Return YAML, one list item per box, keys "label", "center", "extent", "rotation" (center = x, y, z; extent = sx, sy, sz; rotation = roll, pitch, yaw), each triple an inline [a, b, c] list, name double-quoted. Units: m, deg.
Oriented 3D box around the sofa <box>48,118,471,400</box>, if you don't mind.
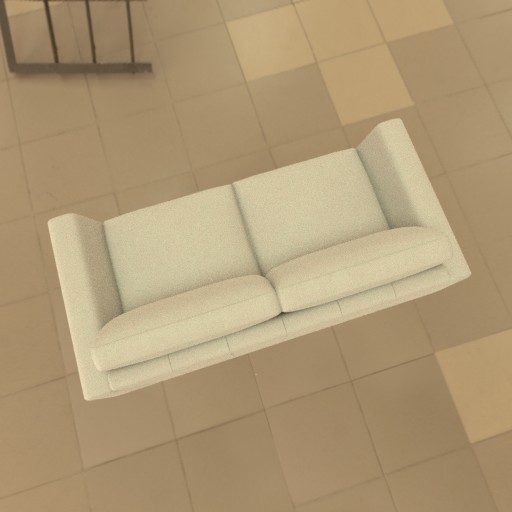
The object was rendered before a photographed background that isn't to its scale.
- label: "sofa"
  center: [0.000, 0.000, 2.437]
  extent: [2.017, 0.875, 0.953]
  rotation: [-17, 76, -5]
